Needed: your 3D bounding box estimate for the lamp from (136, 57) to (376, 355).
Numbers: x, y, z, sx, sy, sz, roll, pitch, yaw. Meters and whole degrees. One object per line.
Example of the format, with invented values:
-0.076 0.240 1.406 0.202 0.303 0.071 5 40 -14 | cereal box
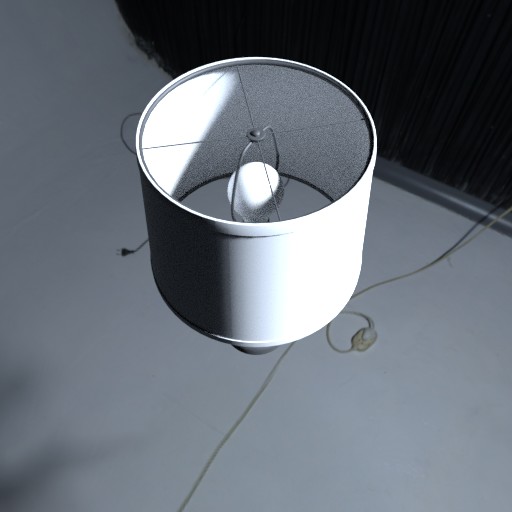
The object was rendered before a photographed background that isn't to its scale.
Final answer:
0.000 0.000 0.680 0.310 0.501 0.310 0 58 0 | lamp
